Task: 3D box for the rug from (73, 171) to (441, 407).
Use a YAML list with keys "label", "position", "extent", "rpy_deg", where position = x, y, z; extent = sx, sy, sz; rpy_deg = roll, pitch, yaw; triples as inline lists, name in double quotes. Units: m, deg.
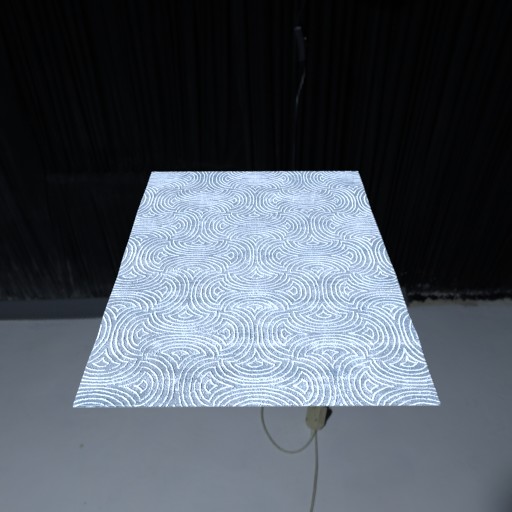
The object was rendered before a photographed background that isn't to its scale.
- label: "rug"
  position: [0.000, 0.000, 4.085]
  extent: [2.456, 0.021, 3.042]
  rpy_deg: [0, 41, 0]
